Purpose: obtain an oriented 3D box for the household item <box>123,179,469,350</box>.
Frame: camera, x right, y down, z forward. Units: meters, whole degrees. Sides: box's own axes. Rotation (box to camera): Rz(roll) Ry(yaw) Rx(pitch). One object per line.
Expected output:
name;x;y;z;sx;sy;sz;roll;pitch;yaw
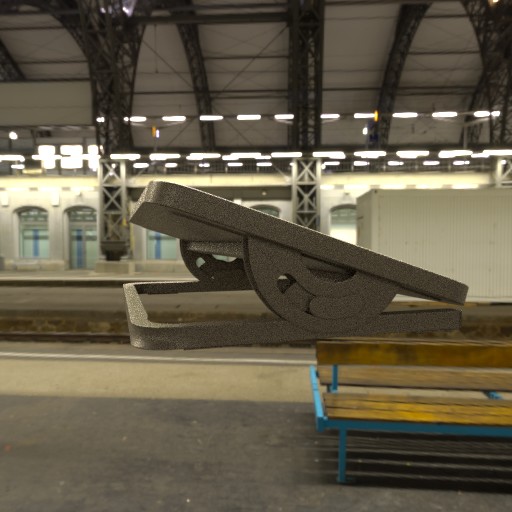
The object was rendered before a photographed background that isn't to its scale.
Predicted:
household item;0.000;0.000;0.531;0.301;0.126;0.390;-1;2;-18
